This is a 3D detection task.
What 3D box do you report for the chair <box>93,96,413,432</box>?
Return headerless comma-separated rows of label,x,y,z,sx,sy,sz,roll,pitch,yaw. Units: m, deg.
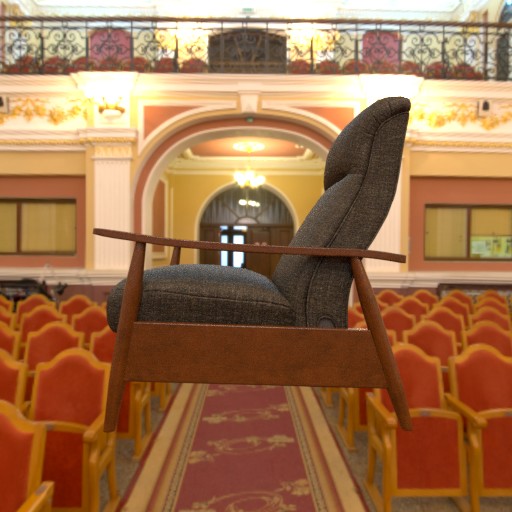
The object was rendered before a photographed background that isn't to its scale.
chair,0.000,0.000,1.735,1.014,1.082,0.762,0,0,-1
